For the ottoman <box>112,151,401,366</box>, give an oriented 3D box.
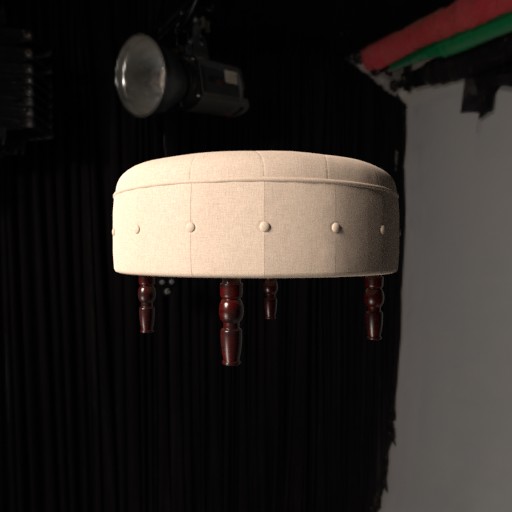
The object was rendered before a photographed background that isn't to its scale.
[{"bbox_3d":[0.000,0.000,1.381,0.848,0.494,0.848,0,0,0],"label":"ottoman"}]
